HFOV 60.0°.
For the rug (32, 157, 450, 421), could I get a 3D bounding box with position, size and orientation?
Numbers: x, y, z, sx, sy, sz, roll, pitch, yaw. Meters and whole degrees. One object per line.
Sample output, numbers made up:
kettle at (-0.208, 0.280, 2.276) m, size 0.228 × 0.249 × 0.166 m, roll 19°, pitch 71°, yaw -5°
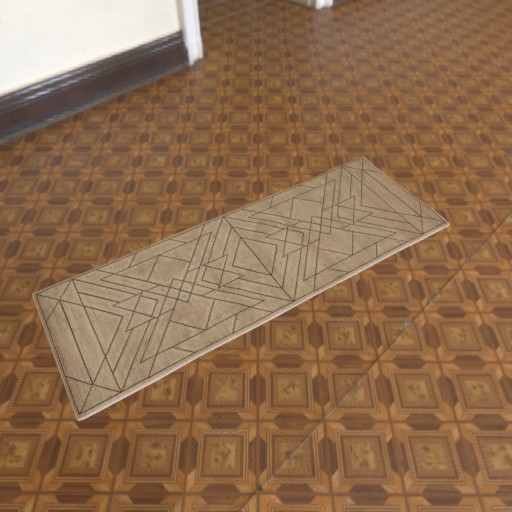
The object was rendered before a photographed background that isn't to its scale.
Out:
rug at (0.000, 0.000, 2.611) m, size 2.381 × 0.036 × 0.831 m, roll -25°, pitch 53°, yaw -21°
